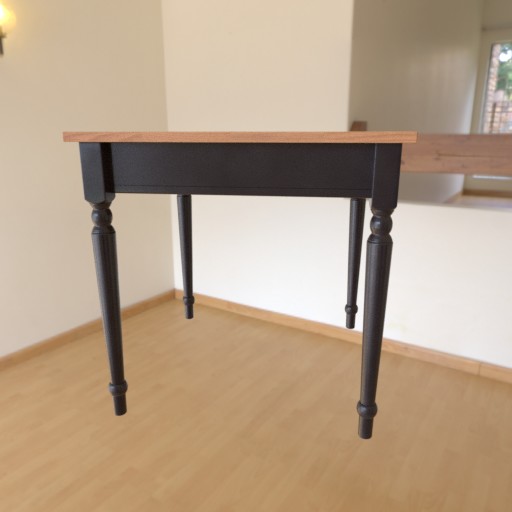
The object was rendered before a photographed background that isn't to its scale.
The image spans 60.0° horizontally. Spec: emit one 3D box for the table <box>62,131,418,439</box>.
[{"bbox_3d":[0.000,0.000,1.369,0.747,0.738,0.747,2,16,8],"label":"table"}]
